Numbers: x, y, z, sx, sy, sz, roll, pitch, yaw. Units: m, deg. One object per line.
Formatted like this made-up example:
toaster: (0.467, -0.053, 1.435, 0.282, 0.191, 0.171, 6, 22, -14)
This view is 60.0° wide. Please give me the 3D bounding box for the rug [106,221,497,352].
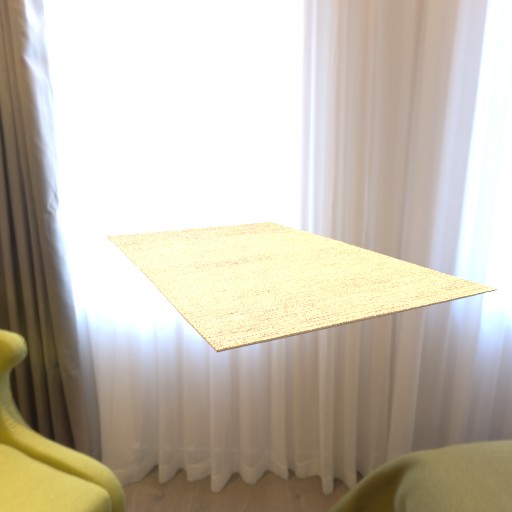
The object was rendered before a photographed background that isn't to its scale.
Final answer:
rug: (0.000, 0.000, 2.183, 1.149, 0.021, 1.773, -7, 15, -26)
